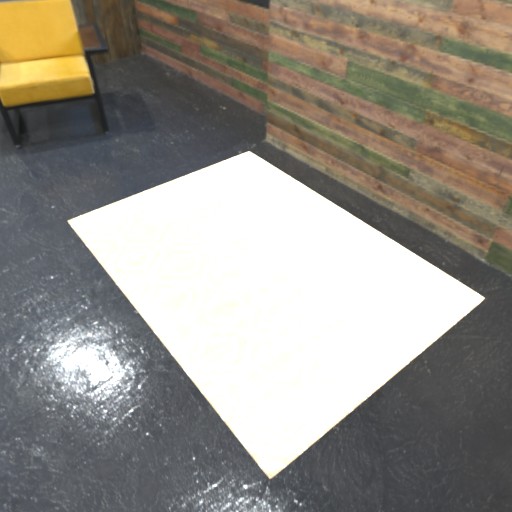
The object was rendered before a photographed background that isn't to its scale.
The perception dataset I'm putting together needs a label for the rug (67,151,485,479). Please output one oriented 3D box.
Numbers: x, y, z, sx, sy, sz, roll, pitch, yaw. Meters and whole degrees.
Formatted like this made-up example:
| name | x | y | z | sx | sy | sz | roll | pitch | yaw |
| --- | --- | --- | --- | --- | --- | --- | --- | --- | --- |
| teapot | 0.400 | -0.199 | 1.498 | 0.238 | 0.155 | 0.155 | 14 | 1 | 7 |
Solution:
| name | x | y | z | sx | sy | sz | roll | pitch | yaw |
| --- | --- | --- | --- | --- | --- | --- | --- | --- | --- |
| rug | 0.000 | 0.000 | 4.263 | 2.438 | 0.010 | 3.353 | -28 | 49 | -28 |
